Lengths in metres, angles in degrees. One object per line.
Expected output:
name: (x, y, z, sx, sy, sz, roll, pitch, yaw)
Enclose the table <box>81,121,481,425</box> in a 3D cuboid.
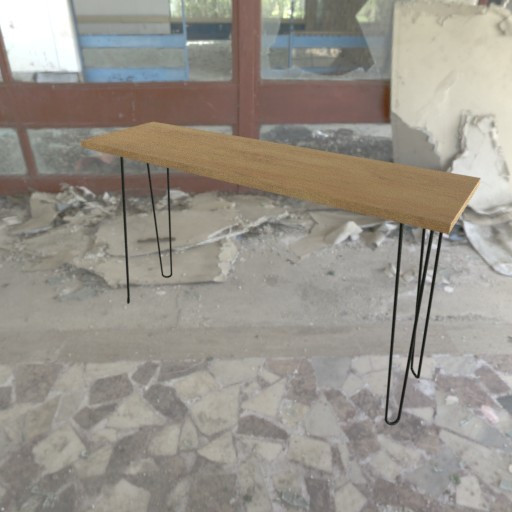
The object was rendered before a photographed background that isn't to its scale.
table: (0.000, 0.000, 1.753, 1.400, 0.799, 0.399, 18, 34, 29)
